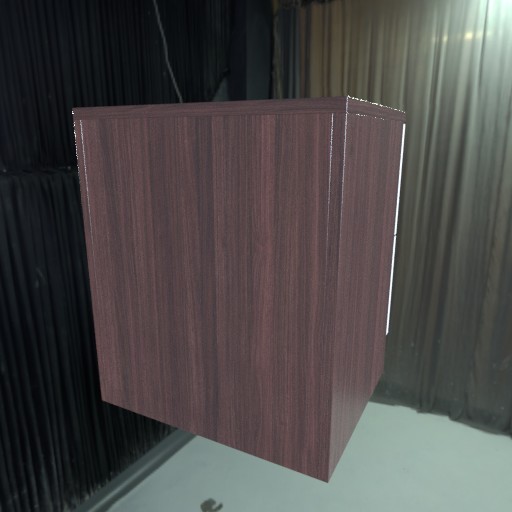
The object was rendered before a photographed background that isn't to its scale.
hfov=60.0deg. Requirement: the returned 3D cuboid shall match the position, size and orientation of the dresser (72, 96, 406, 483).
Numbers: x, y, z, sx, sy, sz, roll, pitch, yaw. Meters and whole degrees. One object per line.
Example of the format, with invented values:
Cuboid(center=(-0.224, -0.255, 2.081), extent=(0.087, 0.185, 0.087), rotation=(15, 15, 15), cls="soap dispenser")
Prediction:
Cuboid(center=(0.000, 0.000, 0.753), extent=(0.400, 0.470, 0.360), rotation=(8, 17, 27), cls="dresser")
